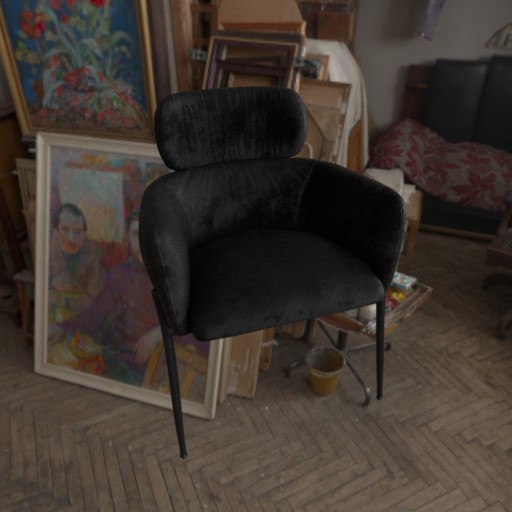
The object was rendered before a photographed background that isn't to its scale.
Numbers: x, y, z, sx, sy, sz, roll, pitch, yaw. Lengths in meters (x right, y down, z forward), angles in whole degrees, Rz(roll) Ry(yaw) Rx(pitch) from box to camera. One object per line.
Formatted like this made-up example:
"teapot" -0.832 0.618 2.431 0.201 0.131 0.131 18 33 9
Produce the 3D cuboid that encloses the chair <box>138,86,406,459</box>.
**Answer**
"chair" 0.000 0.000 1.275 0.640 0.818 0.604 -10 33 -16
